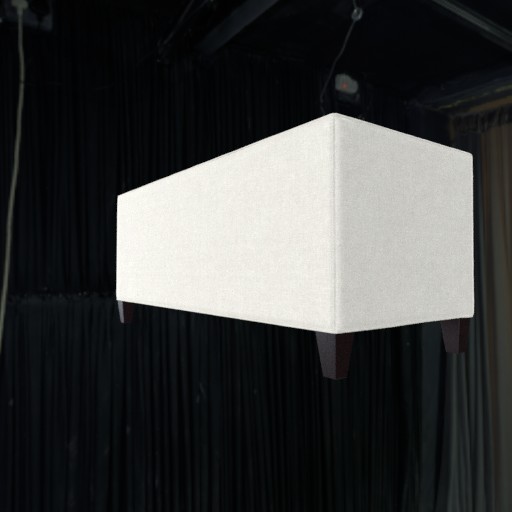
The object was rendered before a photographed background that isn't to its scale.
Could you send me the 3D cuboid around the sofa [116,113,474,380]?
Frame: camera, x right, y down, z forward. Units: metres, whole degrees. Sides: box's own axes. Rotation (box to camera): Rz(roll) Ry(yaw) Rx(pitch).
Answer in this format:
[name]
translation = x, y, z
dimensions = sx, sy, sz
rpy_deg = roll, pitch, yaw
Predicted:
[sofa]
translation = 0.000, 0.000, 2.176
dimensions = 0.775, 0.762, 1.778
rpy_deg = 1, -2, -37
